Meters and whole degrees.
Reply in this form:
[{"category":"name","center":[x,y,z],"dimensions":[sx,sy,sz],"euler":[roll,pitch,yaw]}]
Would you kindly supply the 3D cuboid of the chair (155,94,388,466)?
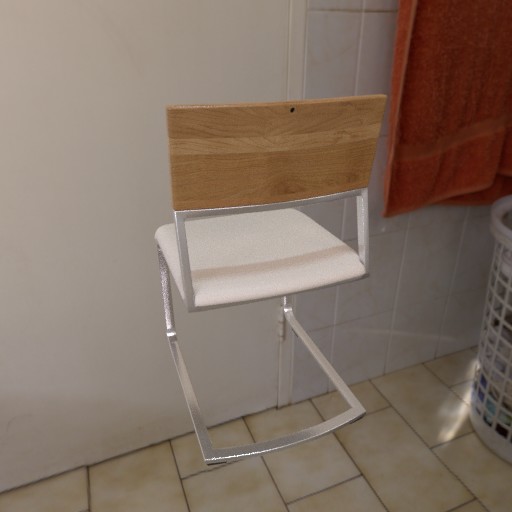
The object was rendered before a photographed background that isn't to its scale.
[{"category":"chair","center":[0.000,0.000,1.196],"dimensions":[0.467,0.844,0.585],"euler":[-9,28,-18]}]
